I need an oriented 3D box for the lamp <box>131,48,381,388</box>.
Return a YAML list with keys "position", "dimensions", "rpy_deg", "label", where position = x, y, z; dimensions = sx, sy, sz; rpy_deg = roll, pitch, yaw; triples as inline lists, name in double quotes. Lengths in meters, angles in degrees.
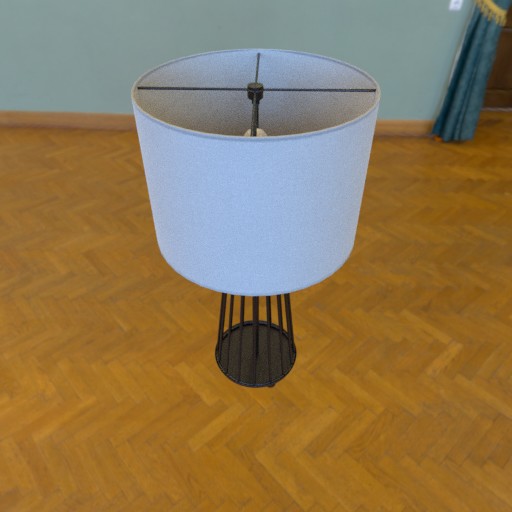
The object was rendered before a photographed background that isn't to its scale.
- position: [0.000, 0.000, 0.774]
  dimensions: [0.322, 0.593, 0.322]
  rpy_deg: [1, 40, 1]
  label: "lamp"
